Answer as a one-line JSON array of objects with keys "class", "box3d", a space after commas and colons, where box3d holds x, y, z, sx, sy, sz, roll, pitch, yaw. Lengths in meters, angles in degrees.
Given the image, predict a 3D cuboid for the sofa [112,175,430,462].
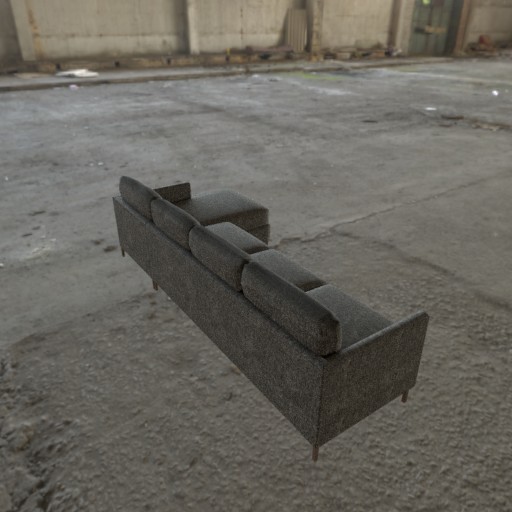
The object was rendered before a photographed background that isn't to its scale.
[{"class": "sofa", "box3d": [0.000, 0.000, 4.066, 1.488, 0.970, 3.384, -18, 32, -30]}]
